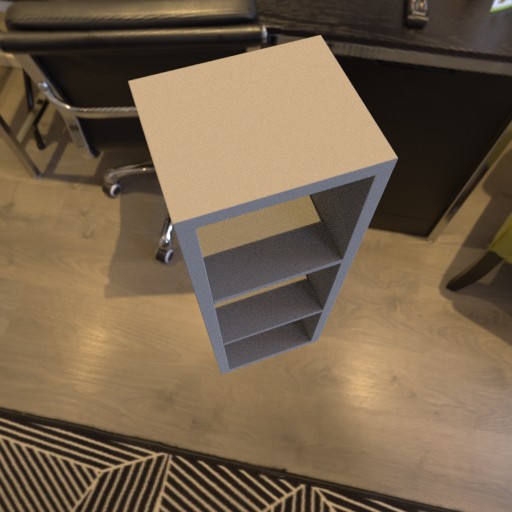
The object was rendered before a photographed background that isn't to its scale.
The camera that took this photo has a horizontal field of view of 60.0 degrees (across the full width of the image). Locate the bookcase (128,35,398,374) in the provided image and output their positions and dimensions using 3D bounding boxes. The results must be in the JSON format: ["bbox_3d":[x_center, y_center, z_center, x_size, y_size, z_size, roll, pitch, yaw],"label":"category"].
[{"bbox_3d":[0.000,0.000,1.266,0.390,1.080,0.330,-17,64,-9],"label":"bookcase"}]
